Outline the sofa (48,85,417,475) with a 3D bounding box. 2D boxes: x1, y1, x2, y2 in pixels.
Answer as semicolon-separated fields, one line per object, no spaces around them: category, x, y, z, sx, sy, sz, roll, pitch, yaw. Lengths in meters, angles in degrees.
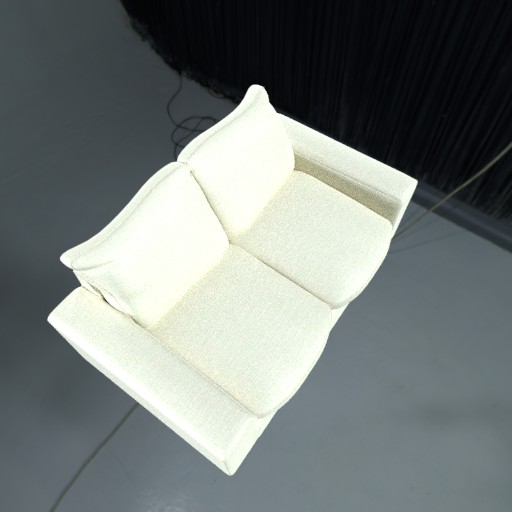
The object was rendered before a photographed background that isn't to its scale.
sofa;0.000;0.000;2.296;1.091;0.875;1.754;31;63;18
